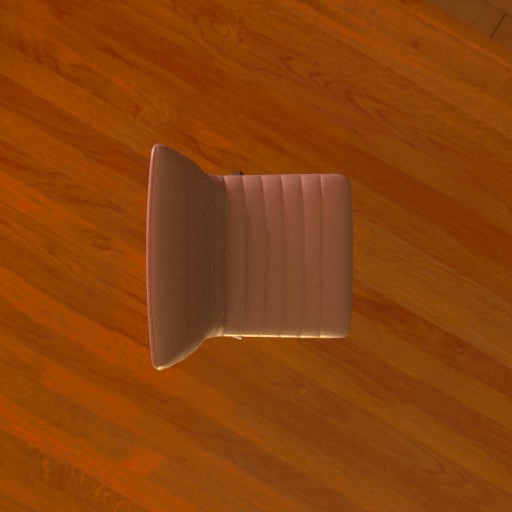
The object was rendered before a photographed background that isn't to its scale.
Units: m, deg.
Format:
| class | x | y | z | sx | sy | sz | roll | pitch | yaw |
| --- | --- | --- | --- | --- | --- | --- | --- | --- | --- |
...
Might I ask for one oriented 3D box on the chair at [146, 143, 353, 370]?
| class | x | y | z | sx | sy | sz | roll | pitch | yaw |
| --- | --- | --- | --- | --- | --- | --- | --- | --- | --- |
| chair | 0.000 | 0.000 | 1.143 | 0.542 | 0.750 | 0.569 | 0 | 90 | 0 |
